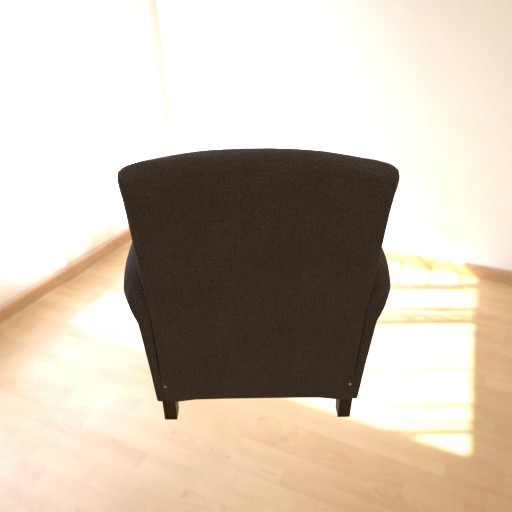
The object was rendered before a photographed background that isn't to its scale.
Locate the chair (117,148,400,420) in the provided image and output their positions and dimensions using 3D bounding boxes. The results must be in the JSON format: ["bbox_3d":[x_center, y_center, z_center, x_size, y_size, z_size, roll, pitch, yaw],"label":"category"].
[{"bbox_3d":[0.000,0.000,1.742,0.978,1.061,0.905,-1,29,-1],"label":"chair"}]
